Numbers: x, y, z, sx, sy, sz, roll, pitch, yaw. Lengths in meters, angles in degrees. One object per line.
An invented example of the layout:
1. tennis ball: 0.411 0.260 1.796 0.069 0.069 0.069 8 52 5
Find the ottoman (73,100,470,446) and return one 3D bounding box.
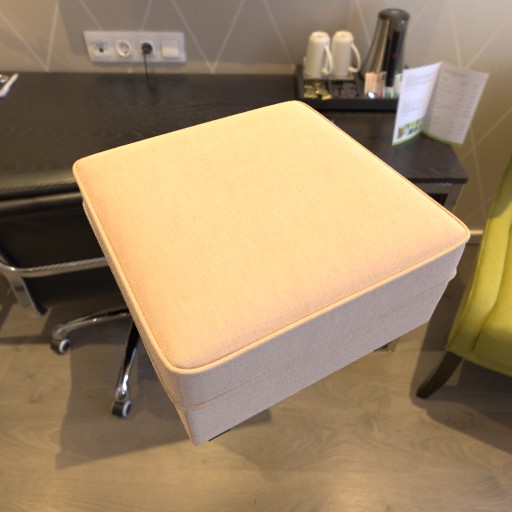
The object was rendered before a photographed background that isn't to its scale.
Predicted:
1. ottoman: 0.000 0.000 1.013 0.613 0.438 0.616 -22 50 -20
